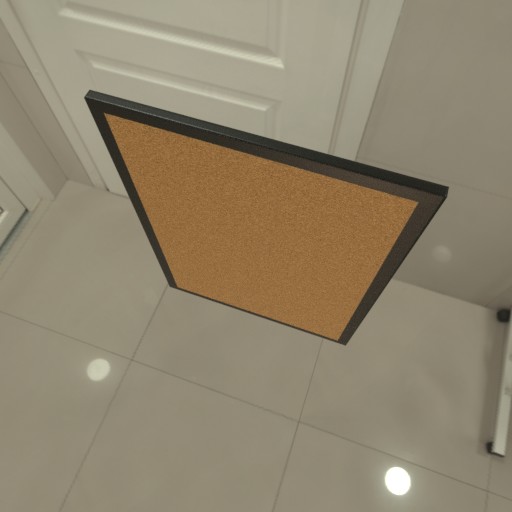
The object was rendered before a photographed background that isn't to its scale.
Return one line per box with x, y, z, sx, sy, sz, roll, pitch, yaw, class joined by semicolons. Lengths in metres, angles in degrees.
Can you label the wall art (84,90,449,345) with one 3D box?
0.000;0.000;0.852;0.480;0.657;0.016;17;65;8;wall art
